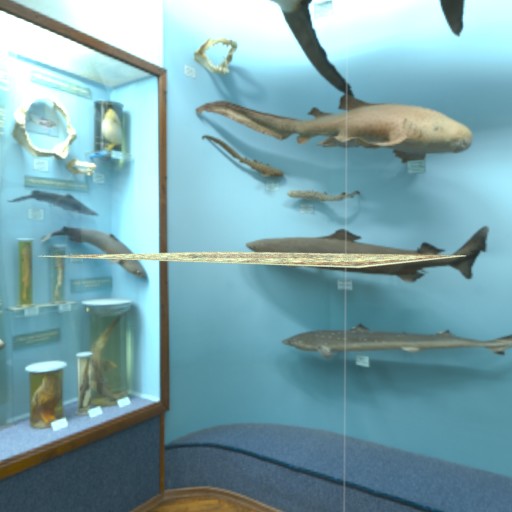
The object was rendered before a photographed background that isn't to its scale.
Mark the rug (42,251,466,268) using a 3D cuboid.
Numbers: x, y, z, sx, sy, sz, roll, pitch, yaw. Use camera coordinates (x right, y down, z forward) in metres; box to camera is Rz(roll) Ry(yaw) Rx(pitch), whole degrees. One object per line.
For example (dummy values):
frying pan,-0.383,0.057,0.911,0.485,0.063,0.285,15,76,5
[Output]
rug,0.000,0.000,4.060,3.067,0.005,2.454,1,2,36
